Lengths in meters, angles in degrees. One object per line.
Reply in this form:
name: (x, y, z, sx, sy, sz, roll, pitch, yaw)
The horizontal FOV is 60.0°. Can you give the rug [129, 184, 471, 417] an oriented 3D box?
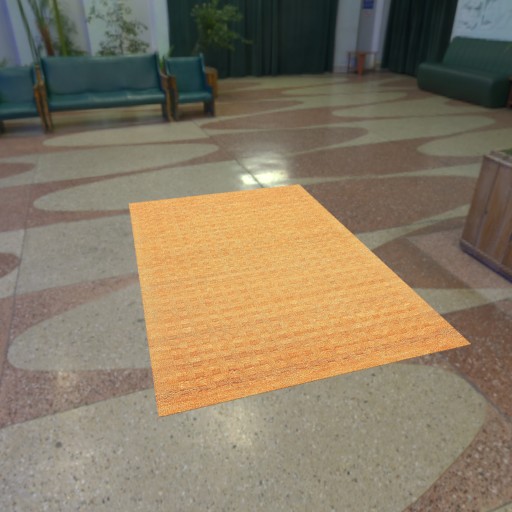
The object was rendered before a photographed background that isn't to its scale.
rug: (0.000, 0.000, 2.946, 1.524, 0.006, 2.285, -9, 31, -15)
